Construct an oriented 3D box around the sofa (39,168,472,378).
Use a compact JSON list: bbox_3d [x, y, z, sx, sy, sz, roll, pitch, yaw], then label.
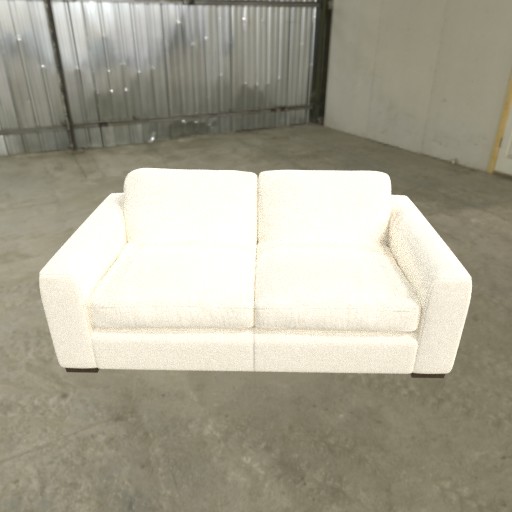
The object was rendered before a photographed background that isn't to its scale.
[{"bbox_3d":[0.000,0.000,2.432,1.920,0.801,1.069,1,28,1],"label":"sofa"}]
